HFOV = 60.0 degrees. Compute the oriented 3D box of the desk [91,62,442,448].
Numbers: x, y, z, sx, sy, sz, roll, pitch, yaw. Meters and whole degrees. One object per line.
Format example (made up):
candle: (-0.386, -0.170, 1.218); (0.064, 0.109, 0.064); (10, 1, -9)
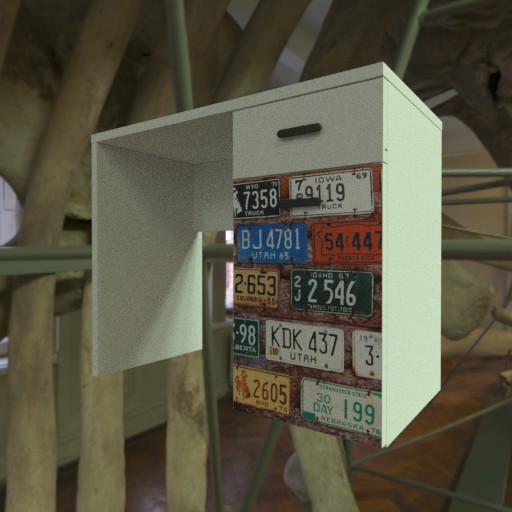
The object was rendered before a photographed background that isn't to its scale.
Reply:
desk: (0.000, 0.000, 1.270); (0.898, 0.730, 0.482); (0, 1, 35)
